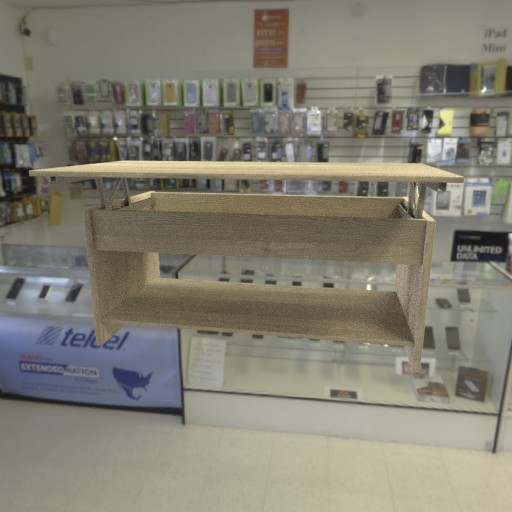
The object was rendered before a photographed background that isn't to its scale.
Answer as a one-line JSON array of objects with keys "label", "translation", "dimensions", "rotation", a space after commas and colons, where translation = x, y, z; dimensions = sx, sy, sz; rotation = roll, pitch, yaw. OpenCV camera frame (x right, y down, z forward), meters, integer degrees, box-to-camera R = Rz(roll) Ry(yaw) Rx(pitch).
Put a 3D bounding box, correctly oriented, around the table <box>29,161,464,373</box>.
[{"label": "table", "translation": [0.000, 0.000, 1.408], "dimensions": [1.000, 0.570, 0.712], "rotation": [3, 15, 10]}]
